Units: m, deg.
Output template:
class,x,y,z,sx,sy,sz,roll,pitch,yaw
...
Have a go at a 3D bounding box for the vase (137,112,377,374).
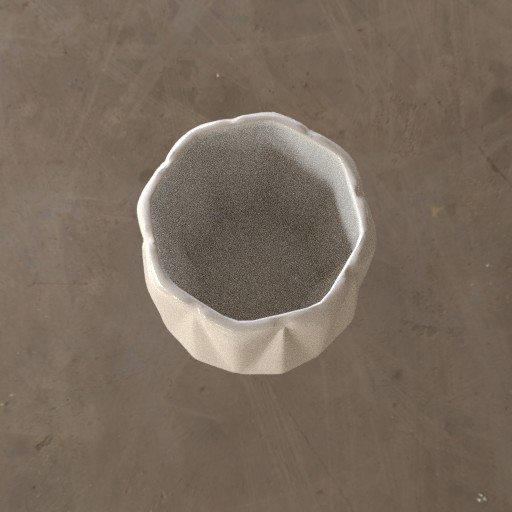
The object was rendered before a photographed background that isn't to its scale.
class,x,y,z,sx,sy,sz,roll,pitch,yaw
vase,0.000,0.000,0.267,0.141,0.152,0.141,0,76,0
